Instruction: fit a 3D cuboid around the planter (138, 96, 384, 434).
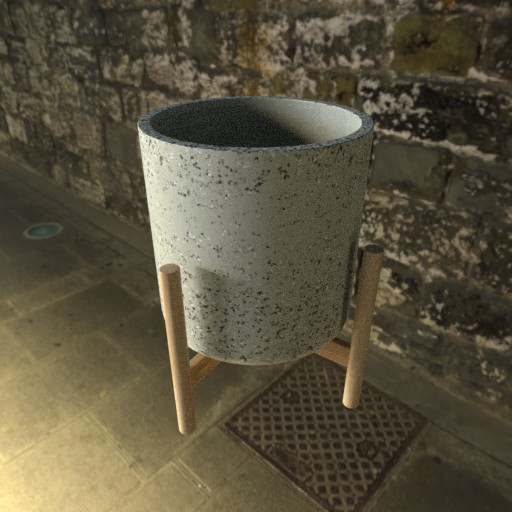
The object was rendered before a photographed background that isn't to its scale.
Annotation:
[{"bbox_3d":[0.000,0.000,0.686,0.360,0.419,0.360,-18,35,-28],"label":"planter"}]
